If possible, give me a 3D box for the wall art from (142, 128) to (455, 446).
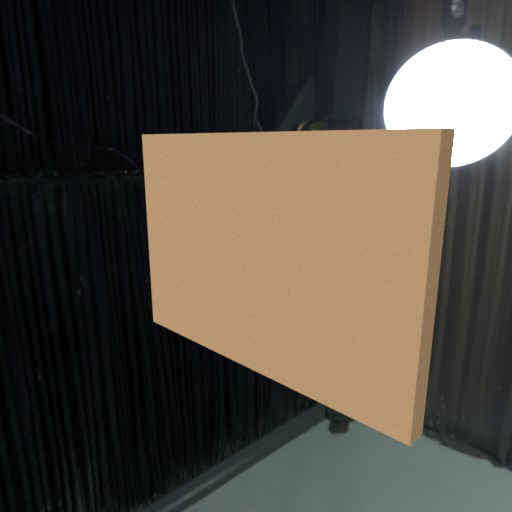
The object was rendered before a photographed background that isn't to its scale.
[{"bbox_3d":[0.000,0.000,0.759,0.609,0.407,0.039,14,20,43],"label":"wall art"}]
